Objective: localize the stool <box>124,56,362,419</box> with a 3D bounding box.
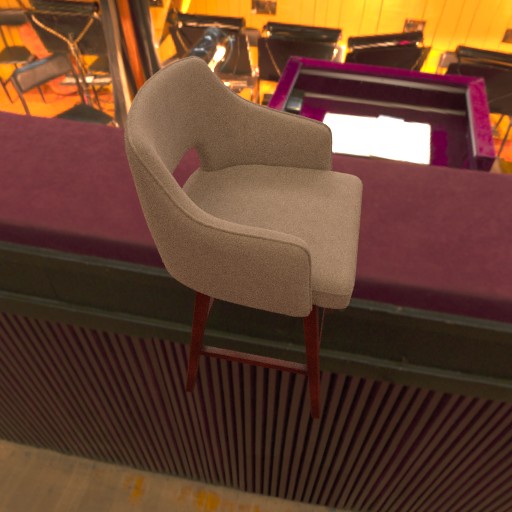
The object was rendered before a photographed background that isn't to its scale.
[{"bbox_3d":[0.000,0.000,1.335,0.558,1.012,0.548,9,48,8],"label":"stool"}]
